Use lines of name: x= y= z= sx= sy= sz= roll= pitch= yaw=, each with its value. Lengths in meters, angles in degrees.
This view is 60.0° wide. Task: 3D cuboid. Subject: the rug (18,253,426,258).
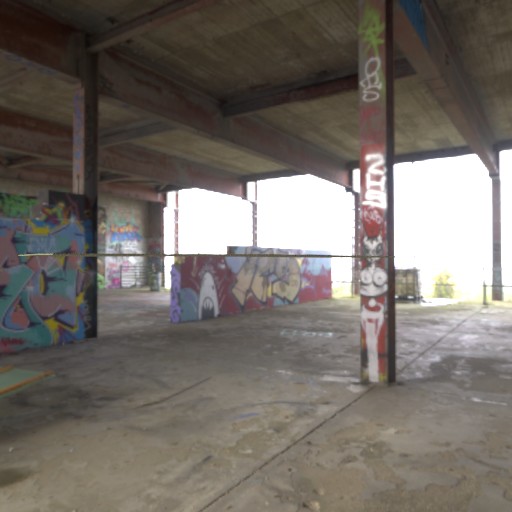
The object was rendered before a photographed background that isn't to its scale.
rug: x=0.000 y=0.000 z=2.550 sx=2.340 sy=0.013 sz=0.686 roll=0 pitch=-1 yaw=-36
